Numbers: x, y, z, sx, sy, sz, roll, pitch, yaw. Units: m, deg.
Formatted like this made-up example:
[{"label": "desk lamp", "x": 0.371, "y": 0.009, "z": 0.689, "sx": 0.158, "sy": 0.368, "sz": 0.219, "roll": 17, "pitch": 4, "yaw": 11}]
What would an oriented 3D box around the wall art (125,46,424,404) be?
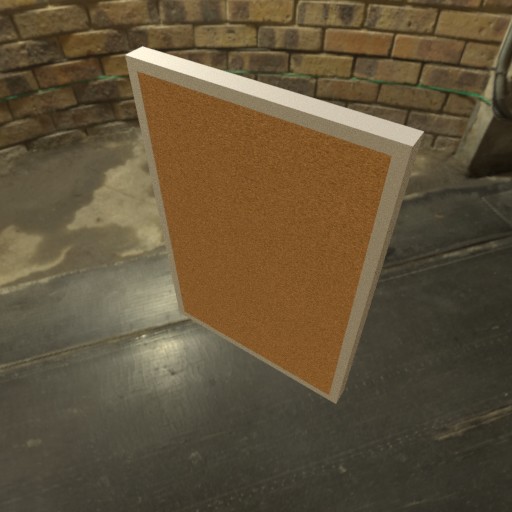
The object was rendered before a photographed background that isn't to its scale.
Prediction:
[{"label": "wall art", "x": 0.000, "y": 0.000, "z": 0.835, "sx": 0.450, "sy": 0.657, "sz": 0.038, "roll": 26, "pitch": 52, "yaw": 22}]
